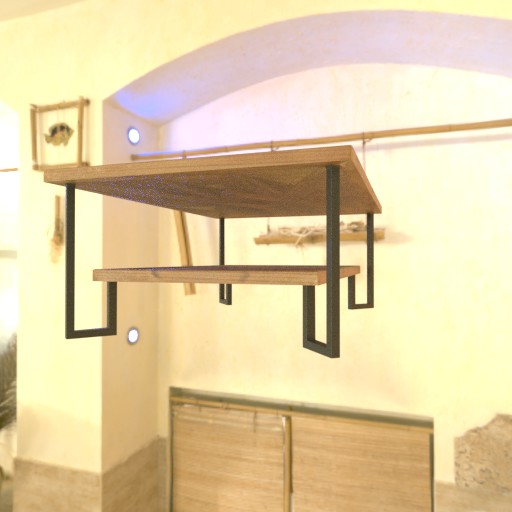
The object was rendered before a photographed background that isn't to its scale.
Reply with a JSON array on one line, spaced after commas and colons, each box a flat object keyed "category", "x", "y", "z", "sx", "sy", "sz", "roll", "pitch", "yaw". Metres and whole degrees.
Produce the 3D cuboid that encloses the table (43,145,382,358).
[{"category": "table", "x": 0.000, "y": 0.000, "z": 1.718, "sx": 0.877, "sy": 0.492, "sz": 1.238, "roll": 0, "pitch": 0, "yaw": 19}]
